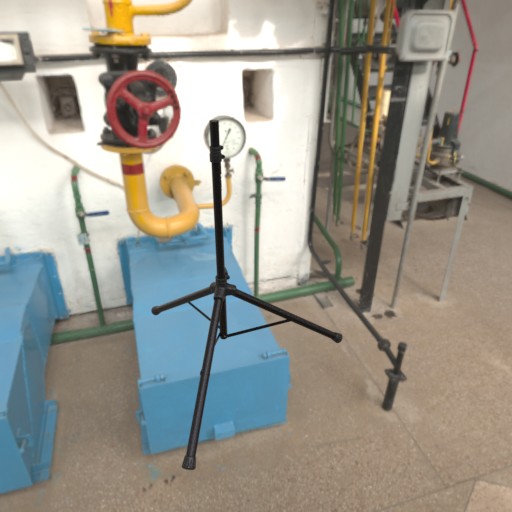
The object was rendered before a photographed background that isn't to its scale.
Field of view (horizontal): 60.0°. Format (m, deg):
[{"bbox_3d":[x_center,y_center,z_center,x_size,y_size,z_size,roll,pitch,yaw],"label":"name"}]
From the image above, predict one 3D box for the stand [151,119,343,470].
[{"bbox_3d":[0.000,0.000,1.866,0.907,1.136,1.045,-8,30,-14],"label":"stand"}]
